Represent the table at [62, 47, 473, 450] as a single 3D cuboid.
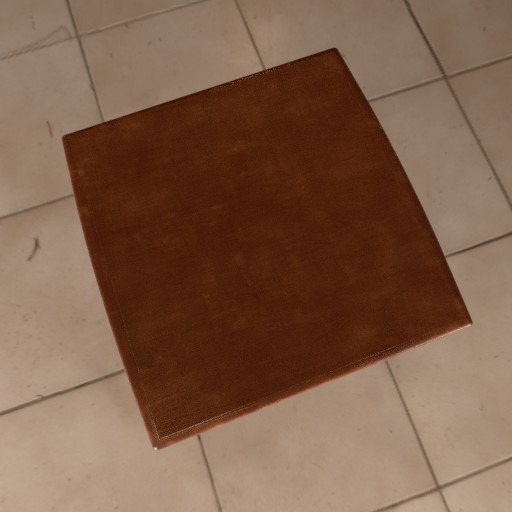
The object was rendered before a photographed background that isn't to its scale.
[{"bbox_3d":[0.000,0.000,1.686,0.991,0.754,0.991,-20,76,-5],"label":"table"}]
